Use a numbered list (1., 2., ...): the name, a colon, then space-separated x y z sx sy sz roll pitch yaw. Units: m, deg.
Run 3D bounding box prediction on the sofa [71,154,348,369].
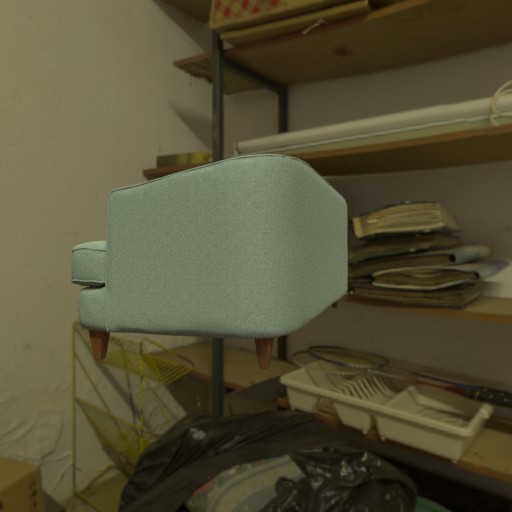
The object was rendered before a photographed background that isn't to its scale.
1. sofa: 0.000 0.000 2.764 0.941 0.855 2.278 0 1 18
